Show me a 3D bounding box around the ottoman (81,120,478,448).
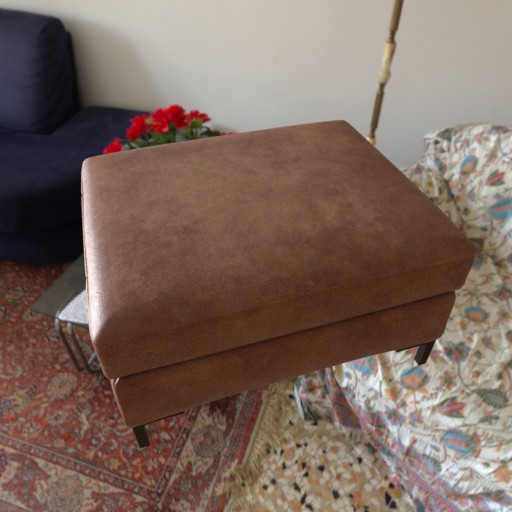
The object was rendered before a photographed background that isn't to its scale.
[{"bbox_3d":[0.000,0.000,1.753,1.186,0.667,0.965,-12,44,-13],"label":"ottoman"}]
